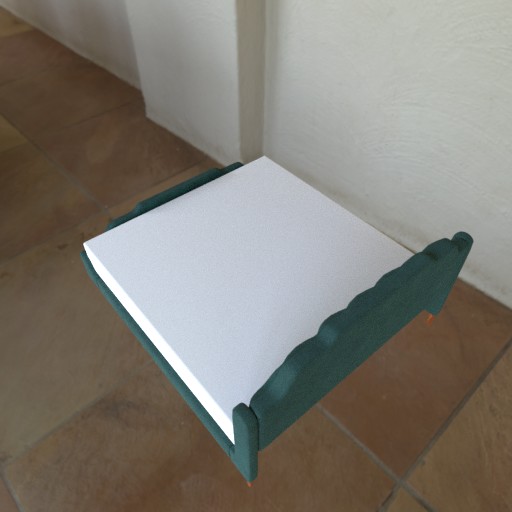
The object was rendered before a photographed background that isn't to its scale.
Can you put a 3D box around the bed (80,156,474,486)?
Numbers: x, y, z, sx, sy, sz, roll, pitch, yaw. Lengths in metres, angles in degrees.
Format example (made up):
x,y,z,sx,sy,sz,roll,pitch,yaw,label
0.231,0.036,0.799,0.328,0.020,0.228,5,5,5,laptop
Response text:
x,y,z,sx,sy,sz,roll,pitch,yaw,label
0.000,0.000,3.549,2.074,1.245,2.340,-31,54,-27,bed
